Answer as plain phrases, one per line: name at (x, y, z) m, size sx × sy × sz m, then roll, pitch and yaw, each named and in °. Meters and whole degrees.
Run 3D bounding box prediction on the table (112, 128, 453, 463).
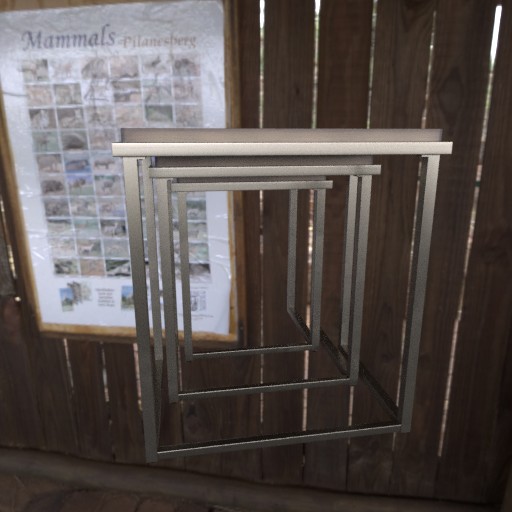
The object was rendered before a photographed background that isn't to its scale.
table at (0.000, 0.000, 1.119) m, size 0.559 × 0.610 × 0.706 m, roll -3°, pitch 15°, yaw -9°
